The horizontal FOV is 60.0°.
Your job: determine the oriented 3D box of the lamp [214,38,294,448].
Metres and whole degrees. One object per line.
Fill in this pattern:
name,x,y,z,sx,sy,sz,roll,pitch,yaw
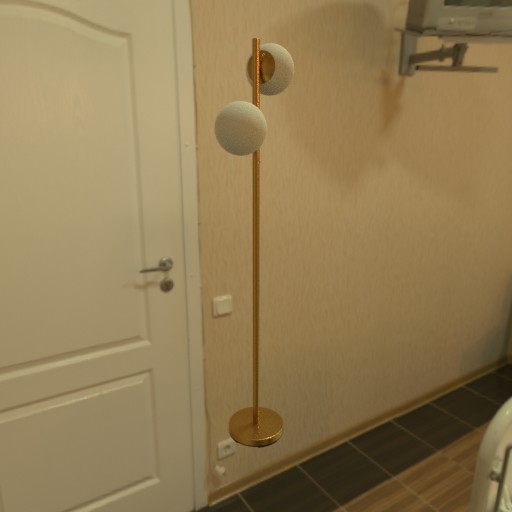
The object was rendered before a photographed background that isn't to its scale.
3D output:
lamp,0.000,0.000,1.819,0.249,1.641,0.419,8,16,27
